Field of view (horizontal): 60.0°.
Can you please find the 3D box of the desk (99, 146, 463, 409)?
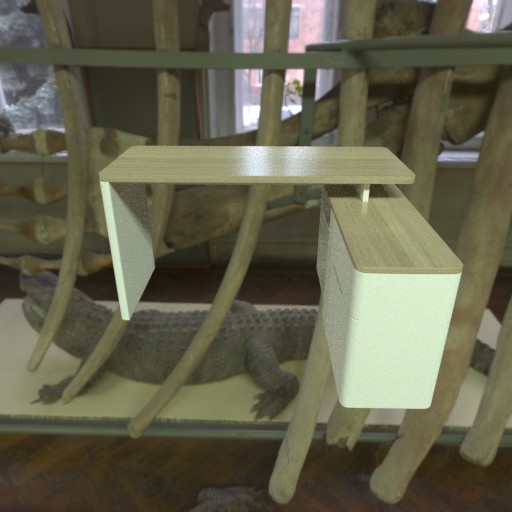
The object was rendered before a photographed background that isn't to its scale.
[{"bbox_3d":[0.000,0.000,2.092,1.400,0.770,1.175,1,26,1],"label":"desk"}]
